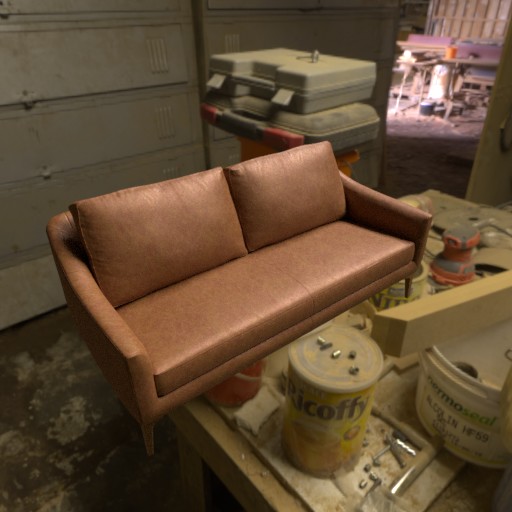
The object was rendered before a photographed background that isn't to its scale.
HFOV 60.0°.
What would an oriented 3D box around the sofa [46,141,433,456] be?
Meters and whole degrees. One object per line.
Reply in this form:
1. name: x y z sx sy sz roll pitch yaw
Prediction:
1. sofa: 0.000 0.000 2.559 2.036 0.945 0.981 -22 37 -33
